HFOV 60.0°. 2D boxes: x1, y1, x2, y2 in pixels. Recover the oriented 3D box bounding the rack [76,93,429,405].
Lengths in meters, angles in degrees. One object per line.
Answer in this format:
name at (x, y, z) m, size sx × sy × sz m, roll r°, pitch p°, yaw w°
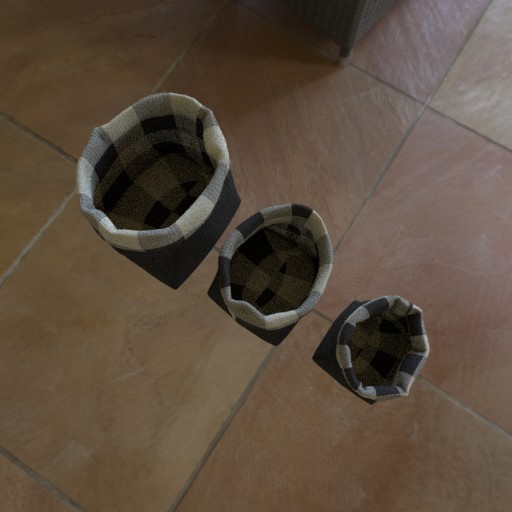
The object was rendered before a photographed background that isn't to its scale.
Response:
rack at (0.000, 0.000, 1.049) m, size 0.889 × 0.329 × 0.370 m, roll 35°, pitch 78°, yaw 8°
